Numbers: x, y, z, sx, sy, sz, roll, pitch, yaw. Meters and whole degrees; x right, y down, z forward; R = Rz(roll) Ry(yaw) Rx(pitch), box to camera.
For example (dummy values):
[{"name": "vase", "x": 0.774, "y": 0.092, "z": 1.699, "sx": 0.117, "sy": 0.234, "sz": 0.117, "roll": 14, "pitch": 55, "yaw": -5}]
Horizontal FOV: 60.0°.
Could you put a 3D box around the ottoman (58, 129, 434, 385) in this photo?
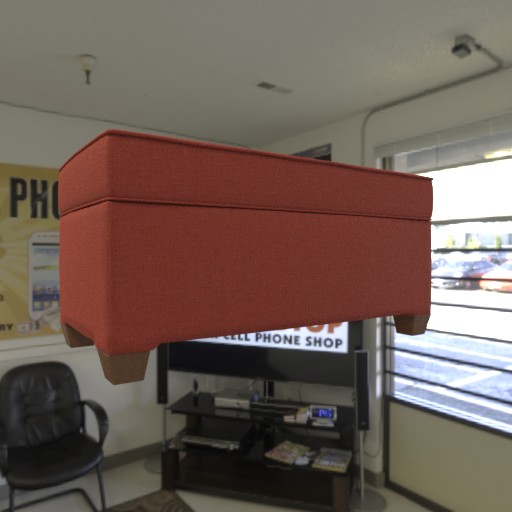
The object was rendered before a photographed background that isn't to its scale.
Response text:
[{"name": "ottoman", "x": 0.000, "y": 0.000, "z": 1.208, "sx": 0.948, "sy": 0.454, "sz": 0.497, "roll": 0, "pitch": 1, "yaw": -34}]
